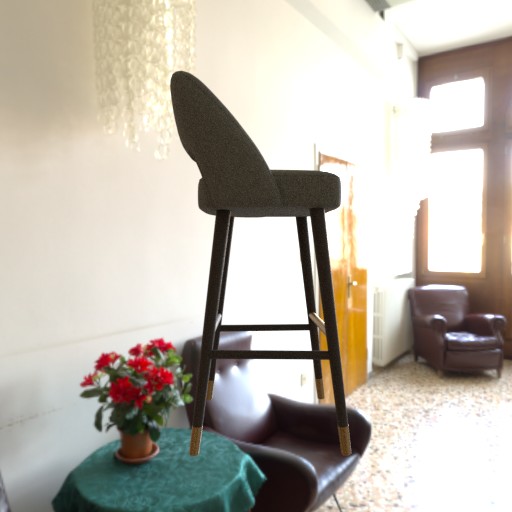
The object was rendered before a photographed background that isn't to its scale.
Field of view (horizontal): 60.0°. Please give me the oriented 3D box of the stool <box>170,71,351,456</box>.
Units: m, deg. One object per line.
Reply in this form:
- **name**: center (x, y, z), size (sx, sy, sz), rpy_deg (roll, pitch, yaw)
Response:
- **stool**: center (0.000, 0.000, 1.434), size (0.524, 1.089, 0.536), rpy_deg (0, 2, -1)
